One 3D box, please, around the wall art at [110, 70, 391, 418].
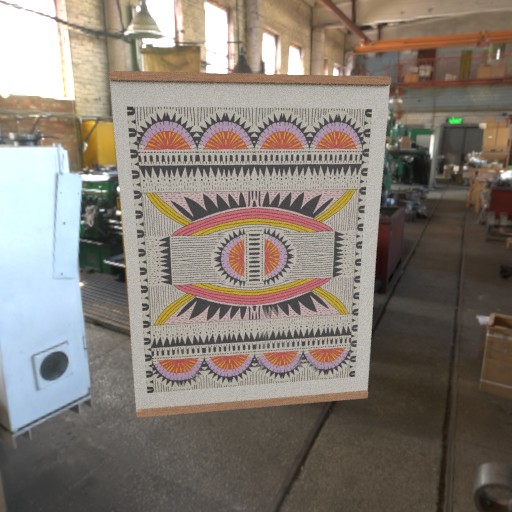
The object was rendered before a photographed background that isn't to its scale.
[{"bbox_3d":[0.000,0.000,1.328,0.765,1.016,0.028,-2,15,-8],"label":"wall art"}]
